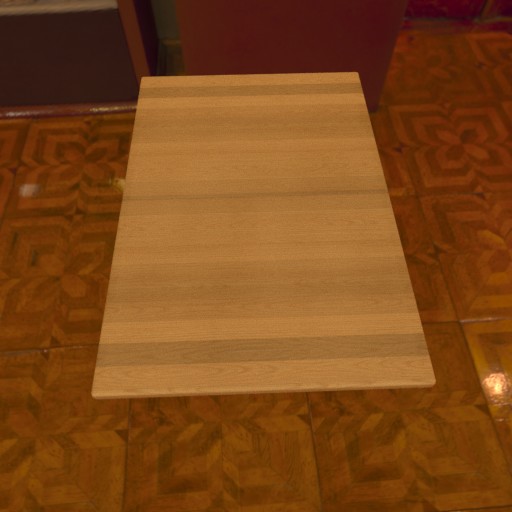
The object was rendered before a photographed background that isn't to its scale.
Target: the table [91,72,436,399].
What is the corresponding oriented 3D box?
[{"bbox_3d":[0.000,0.000,1.814,0.900,0.770,1.300,-2,58,-1],"label":"table"}]
